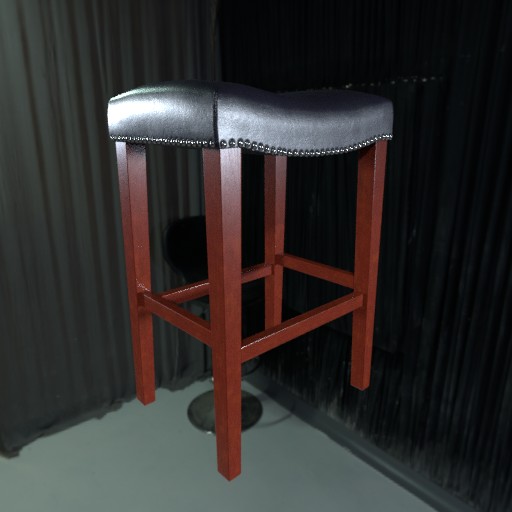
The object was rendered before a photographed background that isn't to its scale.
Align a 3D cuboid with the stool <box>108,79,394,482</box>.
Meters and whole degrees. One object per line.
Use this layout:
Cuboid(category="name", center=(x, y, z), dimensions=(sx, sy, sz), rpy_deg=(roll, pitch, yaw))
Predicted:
Cuboid(category="stool", center=(0.000, 0.000, 1.035), dimensions=(0.504, 0.742, 0.372), rpy_deg=(-15, 23, -41))
